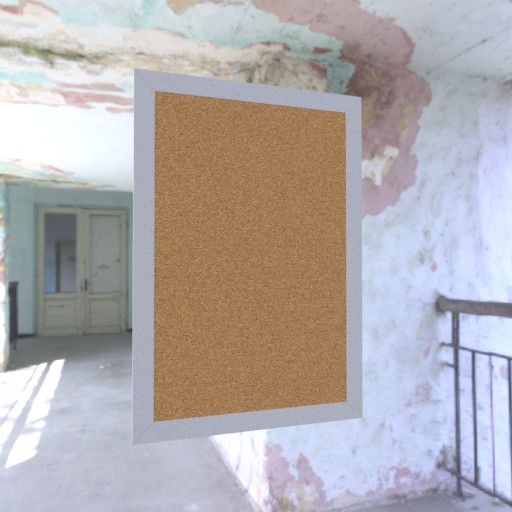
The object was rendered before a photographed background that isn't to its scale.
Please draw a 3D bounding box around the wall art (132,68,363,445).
[{"bbox_3d":[0.000,0.000,0.848,0.454,0.659,0.011,0,-1,-18],"label":"wall art"}]
